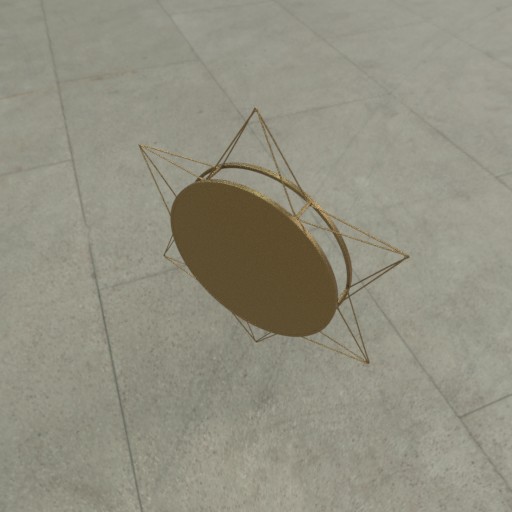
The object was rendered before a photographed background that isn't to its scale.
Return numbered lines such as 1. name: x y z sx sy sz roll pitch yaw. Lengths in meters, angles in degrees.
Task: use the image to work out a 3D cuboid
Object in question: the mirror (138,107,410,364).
1. mirror: 0.000 0.000 0.801 0.498 0.581 0.062 26 52 22
